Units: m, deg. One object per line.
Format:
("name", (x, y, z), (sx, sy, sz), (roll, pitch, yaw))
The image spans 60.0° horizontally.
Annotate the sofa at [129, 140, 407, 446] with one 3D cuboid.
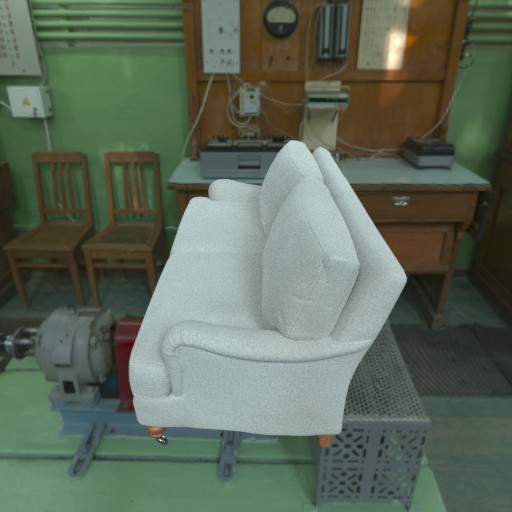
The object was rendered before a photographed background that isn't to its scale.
("sofa", (0.000, 0.000, 2.652), (1.091, 0.997, 2.070), (0, 27, 0))
